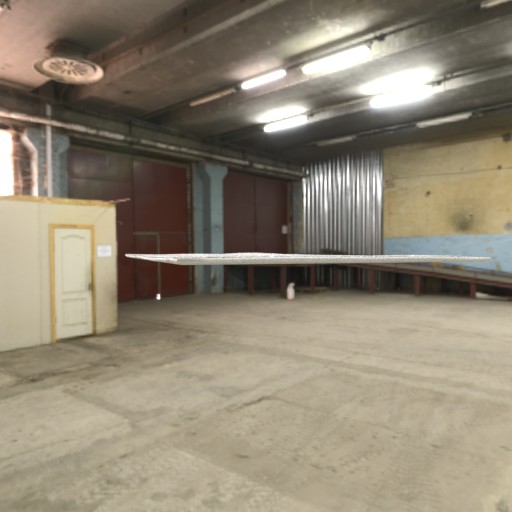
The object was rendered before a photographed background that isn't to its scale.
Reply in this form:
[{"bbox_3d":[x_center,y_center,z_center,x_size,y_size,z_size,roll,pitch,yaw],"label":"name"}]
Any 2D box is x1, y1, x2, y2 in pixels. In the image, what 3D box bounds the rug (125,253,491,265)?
[{"bbox_3d":[0.000,0.000,3.027,1.537,0.036,2.447,0,1,-21],"label":"rug"}]
